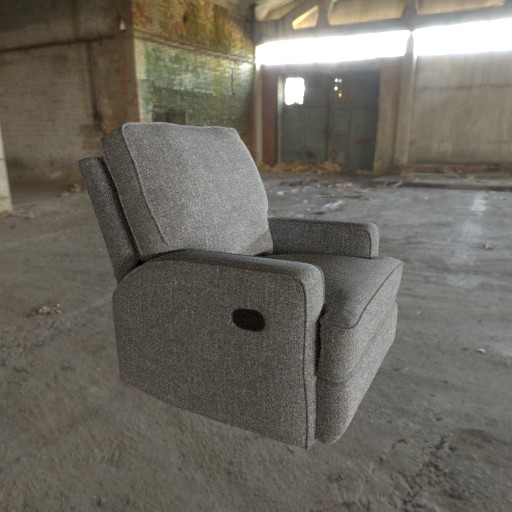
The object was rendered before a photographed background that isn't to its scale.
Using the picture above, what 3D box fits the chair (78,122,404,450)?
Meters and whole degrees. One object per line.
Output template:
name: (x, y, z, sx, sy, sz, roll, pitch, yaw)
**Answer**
chair: (0.000, 0.000, 1.664, 0.964, 0.962, 0.861, 8, 17, 27)
